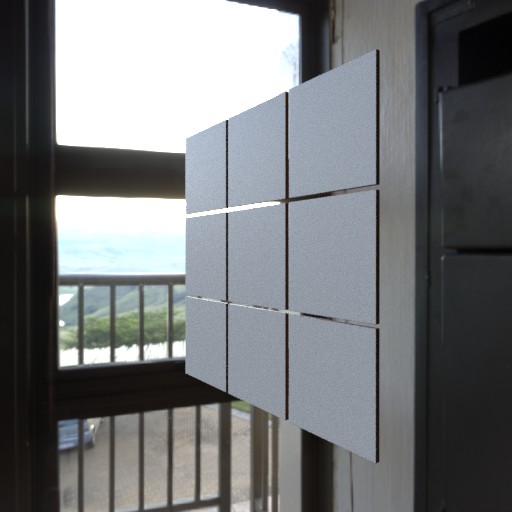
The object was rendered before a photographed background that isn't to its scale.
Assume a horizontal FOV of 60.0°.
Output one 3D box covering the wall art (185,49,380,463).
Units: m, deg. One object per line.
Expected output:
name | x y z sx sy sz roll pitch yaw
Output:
wall art | 0.000 0.000 1.845 0.017 1.246 1.256 0 0 -36
